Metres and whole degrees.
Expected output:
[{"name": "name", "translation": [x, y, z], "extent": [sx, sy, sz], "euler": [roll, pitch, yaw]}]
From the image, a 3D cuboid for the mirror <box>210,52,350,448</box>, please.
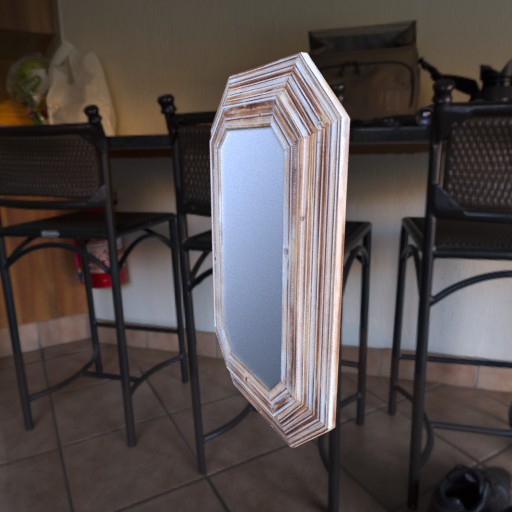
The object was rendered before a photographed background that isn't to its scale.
[{"name": "mirror", "translation": [0.000, 0.000, 1.267], "extent": [0.061, 1.015, 0.709], "euler": [-7, 15, -26]}]
